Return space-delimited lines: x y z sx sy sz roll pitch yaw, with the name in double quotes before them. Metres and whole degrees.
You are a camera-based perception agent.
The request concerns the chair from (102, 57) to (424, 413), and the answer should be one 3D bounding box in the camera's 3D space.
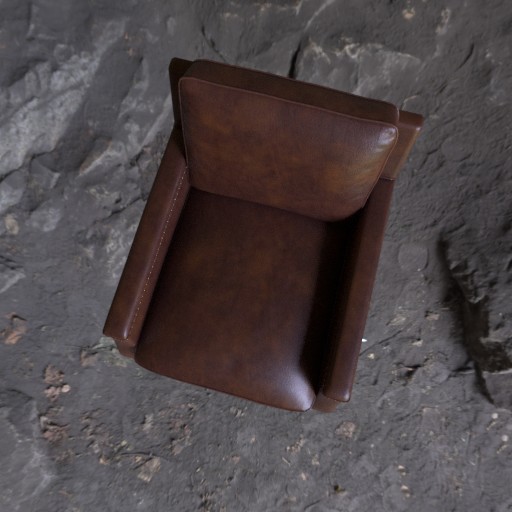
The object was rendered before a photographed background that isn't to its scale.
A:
"chair" 0.000 0.000 1.641 0.853 0.929 1.014 15 76 4
